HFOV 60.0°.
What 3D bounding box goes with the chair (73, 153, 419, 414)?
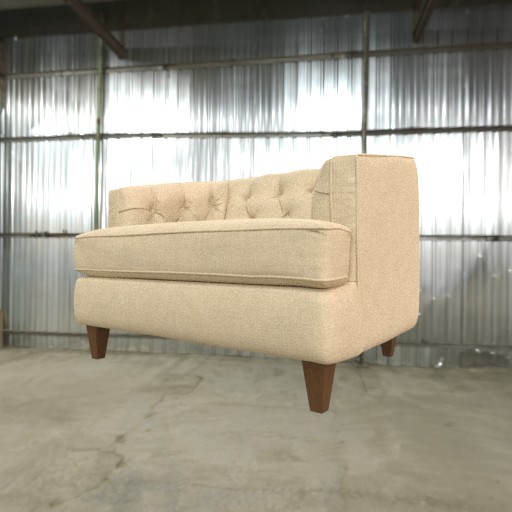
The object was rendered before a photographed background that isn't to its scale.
[{"bbox_3d":[0.000,0.000,1.717,1.118,0.787,0.914,0,0,37],"label":"chair"}]
